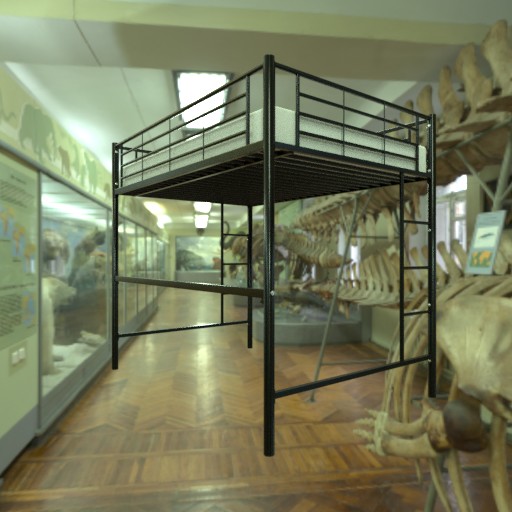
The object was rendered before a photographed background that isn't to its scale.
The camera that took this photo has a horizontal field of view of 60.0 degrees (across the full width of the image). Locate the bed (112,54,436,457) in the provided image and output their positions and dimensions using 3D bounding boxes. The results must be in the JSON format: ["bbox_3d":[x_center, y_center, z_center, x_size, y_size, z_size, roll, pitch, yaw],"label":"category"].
[{"bbox_3d":[0.000,0.000,3.185,1.397,1.803,1.994,0,0,-38],"label":"bed"}]
